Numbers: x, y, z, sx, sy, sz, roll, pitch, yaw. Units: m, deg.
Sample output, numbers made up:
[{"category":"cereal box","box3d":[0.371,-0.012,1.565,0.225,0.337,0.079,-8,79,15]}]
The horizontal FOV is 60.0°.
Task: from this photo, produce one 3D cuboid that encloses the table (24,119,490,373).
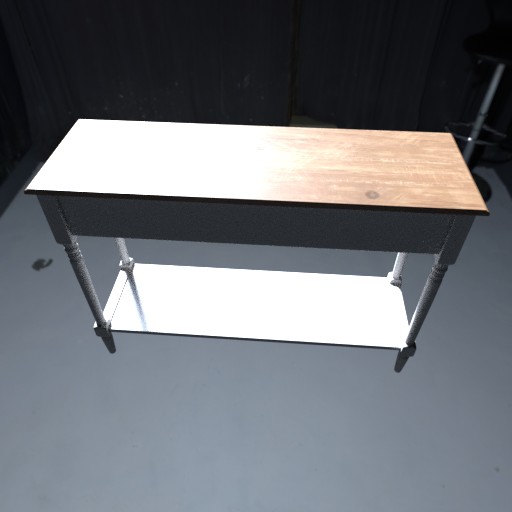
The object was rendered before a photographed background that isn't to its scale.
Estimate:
[{"category":"table","box3d":[0.000,0.000,1.569,1.219,0.800,0.399,3,44,3]}]
